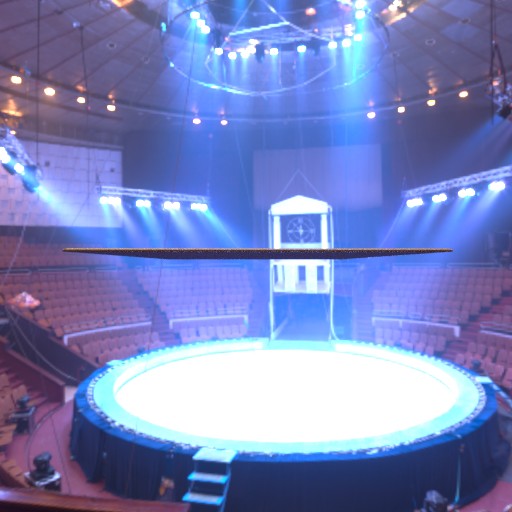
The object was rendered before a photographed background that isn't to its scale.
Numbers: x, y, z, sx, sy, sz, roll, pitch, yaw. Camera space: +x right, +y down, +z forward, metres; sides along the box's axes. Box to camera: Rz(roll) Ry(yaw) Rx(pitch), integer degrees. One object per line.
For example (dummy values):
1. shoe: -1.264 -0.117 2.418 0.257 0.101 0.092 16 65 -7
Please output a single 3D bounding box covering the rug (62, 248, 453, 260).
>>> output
1. rug: 0.000 0.000 2.896 1.589 0.014 2.205 0 -1 -1
